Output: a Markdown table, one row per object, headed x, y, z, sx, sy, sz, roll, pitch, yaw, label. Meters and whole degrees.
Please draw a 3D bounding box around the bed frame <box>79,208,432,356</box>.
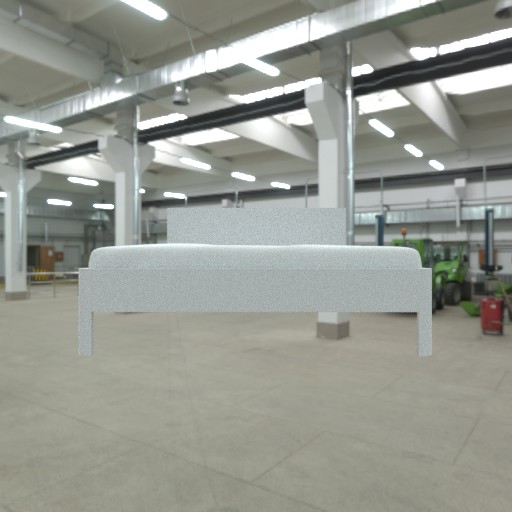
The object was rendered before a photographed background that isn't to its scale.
| x | y | z | sx | sy | sz | roll | pitch | yaw | label |
| --- | --- | --- | --- | --- | --- | --- | --- | --- | --- |
| 0.000 | 0.000 | 2.741 | 1.490 | 0.800 | 1.950 | 0 | 0 | 0 | bed frame |
